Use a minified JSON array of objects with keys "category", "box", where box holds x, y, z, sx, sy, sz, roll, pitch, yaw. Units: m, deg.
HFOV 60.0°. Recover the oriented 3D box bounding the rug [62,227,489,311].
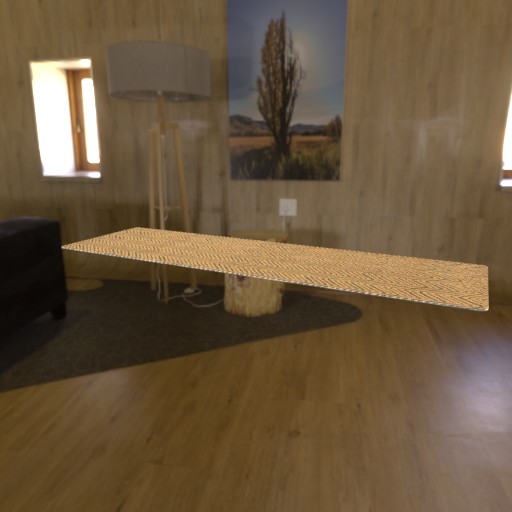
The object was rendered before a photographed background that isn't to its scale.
[{"category":"rug","box":[0.000,0.000,2.448,2.286,0.008,0.686,7,16,26]}]
